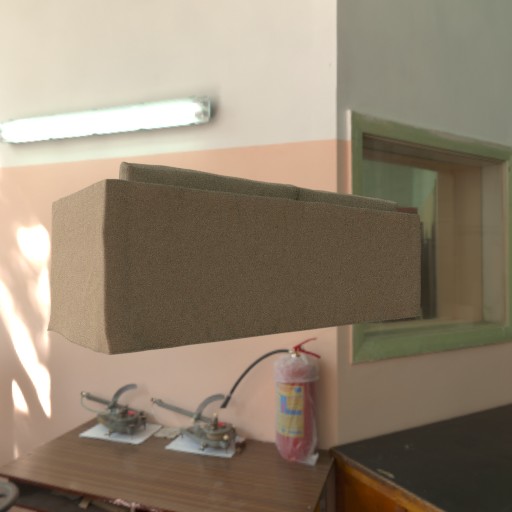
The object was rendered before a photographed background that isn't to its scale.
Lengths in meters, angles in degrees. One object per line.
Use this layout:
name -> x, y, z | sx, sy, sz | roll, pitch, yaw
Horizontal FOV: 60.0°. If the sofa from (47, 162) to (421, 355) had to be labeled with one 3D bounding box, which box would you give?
sofa -> 0.000, 0.000, 2.838 | 2.296, 0.847, 0.956 | 1, -1, -37
